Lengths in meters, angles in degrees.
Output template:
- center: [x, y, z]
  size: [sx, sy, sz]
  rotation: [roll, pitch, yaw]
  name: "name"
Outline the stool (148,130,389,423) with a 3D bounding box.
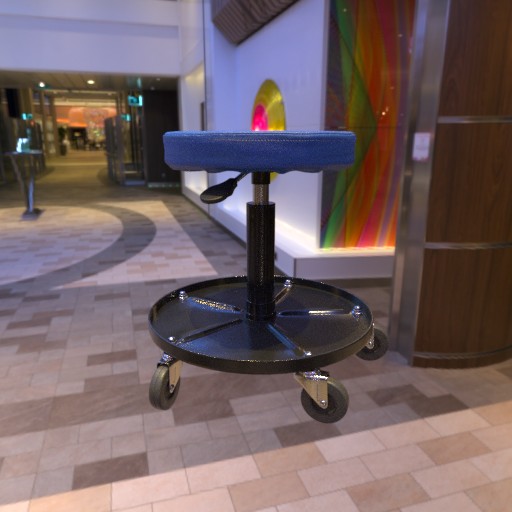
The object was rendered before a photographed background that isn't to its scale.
- center: [0.000, 0.000, 0.676]
  size: [0.381, 0.365, 0.382]
  rotation: [7, 17, 26]
  name: "stool"
